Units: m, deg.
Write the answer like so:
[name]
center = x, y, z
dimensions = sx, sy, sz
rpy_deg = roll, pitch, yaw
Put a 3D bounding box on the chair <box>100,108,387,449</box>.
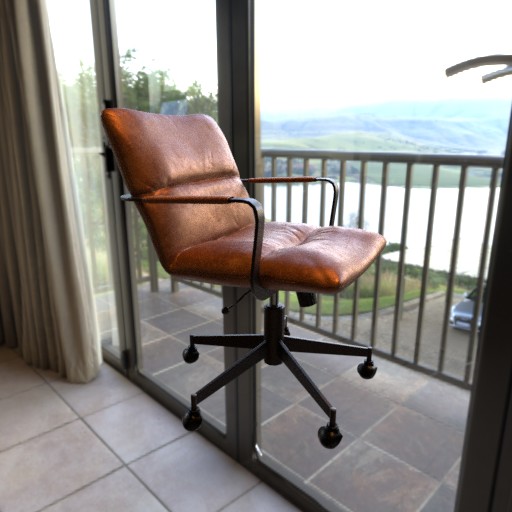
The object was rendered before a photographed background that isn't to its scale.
[chair]
center = 0.000, 0.000, 1.457
dimensions = 0.754, 0.922, 0.727
rpy_deg = 8, 17, 26
